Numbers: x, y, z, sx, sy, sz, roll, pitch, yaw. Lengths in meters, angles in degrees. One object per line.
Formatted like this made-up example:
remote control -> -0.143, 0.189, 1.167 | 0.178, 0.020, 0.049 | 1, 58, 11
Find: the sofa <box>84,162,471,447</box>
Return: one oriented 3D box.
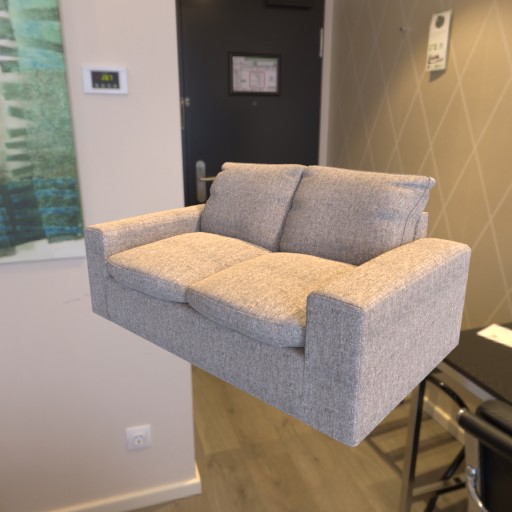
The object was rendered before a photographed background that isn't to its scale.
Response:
sofa -> 0.000, 0.000, 2.291 | 1.758, 0.877, 1.094 | 14, 21, 40
